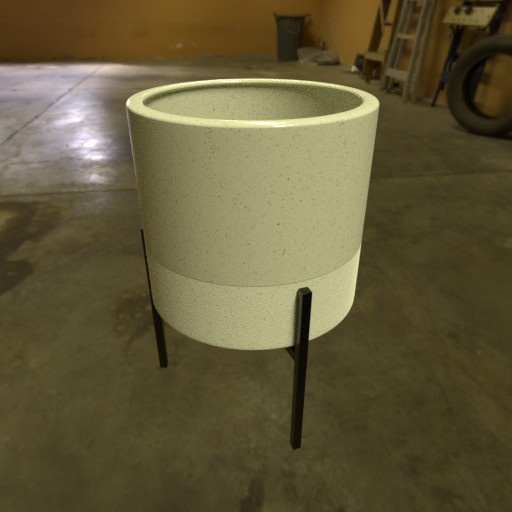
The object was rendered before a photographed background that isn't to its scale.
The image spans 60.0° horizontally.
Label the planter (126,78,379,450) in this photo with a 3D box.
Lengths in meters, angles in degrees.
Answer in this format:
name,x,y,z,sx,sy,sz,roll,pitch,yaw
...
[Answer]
name,x,y,z,sx,sy,sz,roll,pitch,yaw
planter,0.000,0.000,0.332,0.152,0.230,0.159,20,35,32
